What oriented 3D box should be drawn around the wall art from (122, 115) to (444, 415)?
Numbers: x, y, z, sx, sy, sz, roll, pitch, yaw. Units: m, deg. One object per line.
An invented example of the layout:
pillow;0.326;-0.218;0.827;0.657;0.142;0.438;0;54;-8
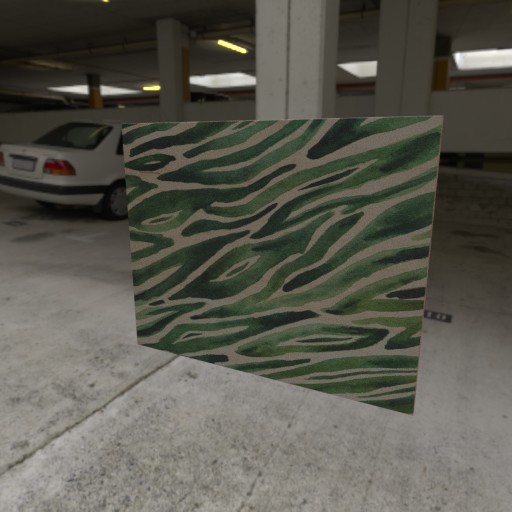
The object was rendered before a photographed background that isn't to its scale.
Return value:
wall art;0.000;0.000;0.698;0.508;0.408;0.012;7;16;26
